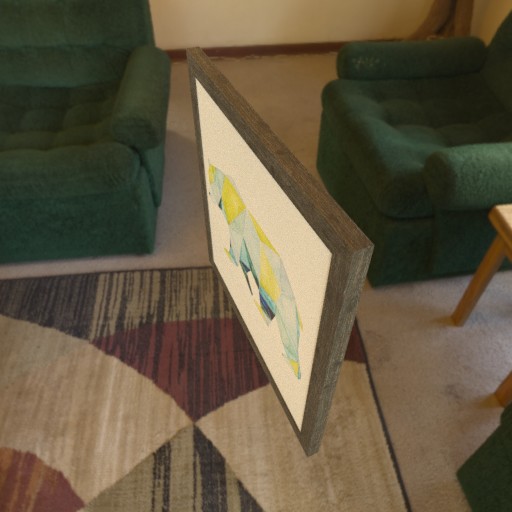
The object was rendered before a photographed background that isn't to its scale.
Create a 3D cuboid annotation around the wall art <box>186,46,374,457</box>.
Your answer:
[{"bbox_3d":[0.000,0.000,0.679,0.027,0.459,0.462,-17,49,-16],"label":"wall art"}]
